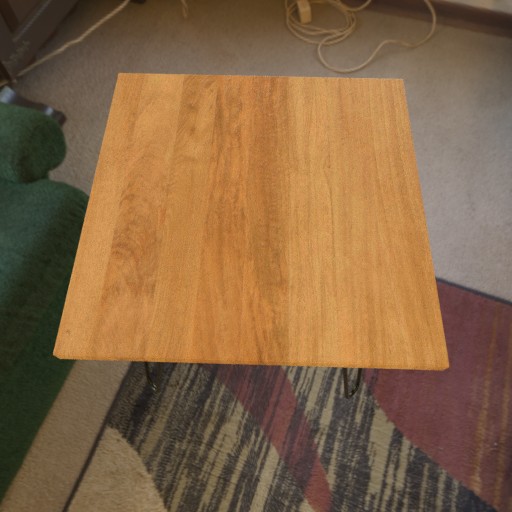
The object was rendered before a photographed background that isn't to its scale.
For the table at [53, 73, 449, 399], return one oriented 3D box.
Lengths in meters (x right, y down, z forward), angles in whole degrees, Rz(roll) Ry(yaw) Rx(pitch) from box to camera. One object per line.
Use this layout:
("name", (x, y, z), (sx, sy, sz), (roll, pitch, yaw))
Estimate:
("table", (0.000, 0.000, 1.023), (0.599, 0.500, 0.599), (2, 64, 1))
